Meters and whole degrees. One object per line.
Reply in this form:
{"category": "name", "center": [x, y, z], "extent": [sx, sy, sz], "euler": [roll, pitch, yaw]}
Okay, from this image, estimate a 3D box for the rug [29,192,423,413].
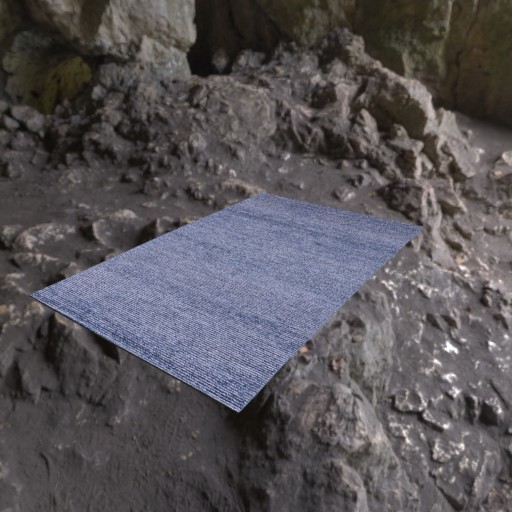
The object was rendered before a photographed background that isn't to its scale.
{"category": "rug", "center": [0.000, 0.000, 2.254], "extent": [1.145, 0.021, 1.777], "euler": [18, 31, 32]}
